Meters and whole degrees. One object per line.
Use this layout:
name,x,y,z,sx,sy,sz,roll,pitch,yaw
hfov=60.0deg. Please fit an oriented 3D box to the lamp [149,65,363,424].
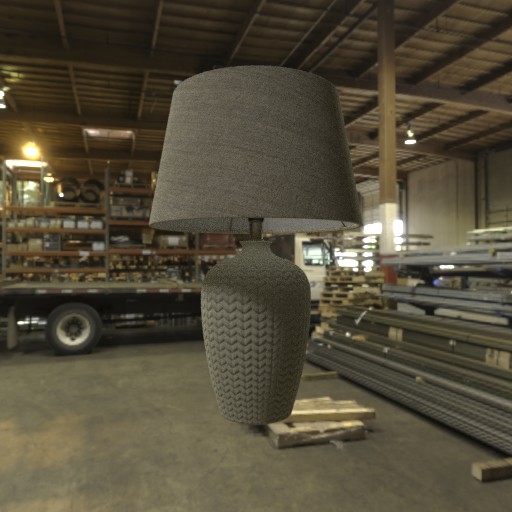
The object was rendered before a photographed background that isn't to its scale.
lamp,0.000,0.000,0.829,0.390,0.580,0.390,0,-1,0
